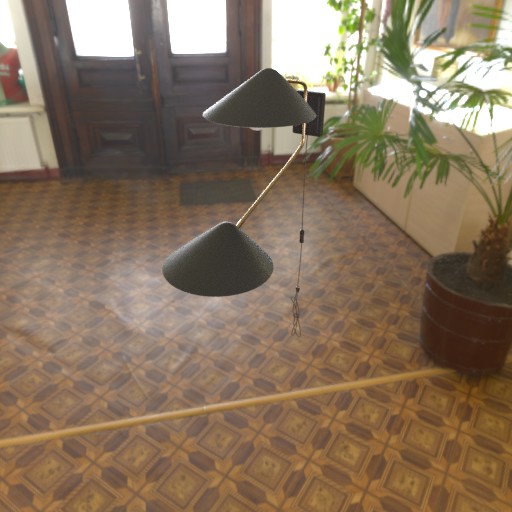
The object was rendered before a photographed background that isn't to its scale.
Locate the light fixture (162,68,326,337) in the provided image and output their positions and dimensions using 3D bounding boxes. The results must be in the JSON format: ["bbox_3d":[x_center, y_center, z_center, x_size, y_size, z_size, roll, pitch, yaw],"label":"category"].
[{"bbox_3d":[0.000,0.000,0.857,0.189,0.665,0.422,18,34,28],"label":"light fixture"}]
